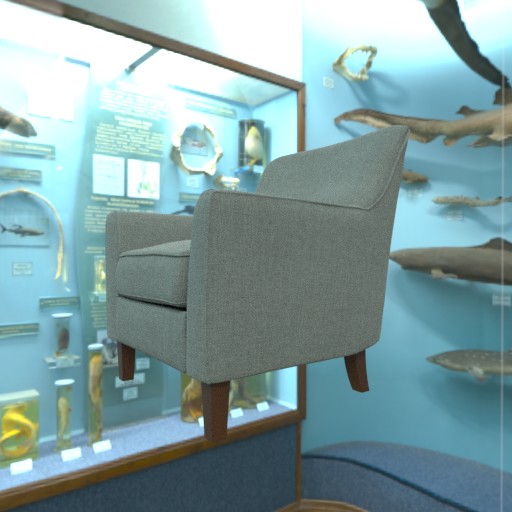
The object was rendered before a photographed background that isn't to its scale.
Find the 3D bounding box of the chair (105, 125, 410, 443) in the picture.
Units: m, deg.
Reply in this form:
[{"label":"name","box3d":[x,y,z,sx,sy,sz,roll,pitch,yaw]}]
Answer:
[{"label":"chair","box3d":[0.000,0.000,1.815,0.993,1.047,0.887,0,1,-36]}]
